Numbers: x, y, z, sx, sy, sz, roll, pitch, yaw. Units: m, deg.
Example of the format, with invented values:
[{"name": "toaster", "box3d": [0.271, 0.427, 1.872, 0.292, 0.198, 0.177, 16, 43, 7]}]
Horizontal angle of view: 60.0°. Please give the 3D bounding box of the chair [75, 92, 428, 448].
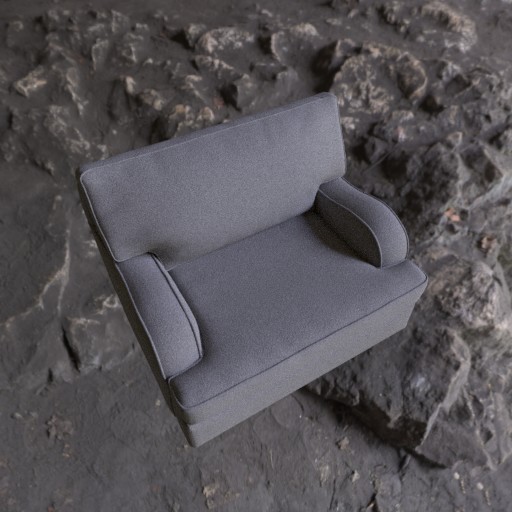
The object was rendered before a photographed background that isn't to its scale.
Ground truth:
[{"name": "chair", "box3d": [0.000, 0.000, 2.015, 1.220, 1.016, 1.040, -23, 51, -20]}]
